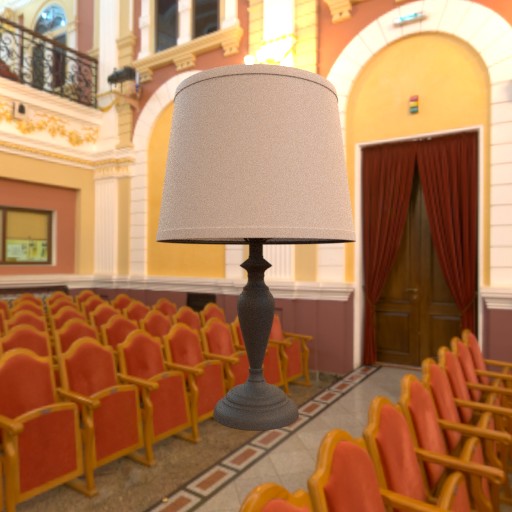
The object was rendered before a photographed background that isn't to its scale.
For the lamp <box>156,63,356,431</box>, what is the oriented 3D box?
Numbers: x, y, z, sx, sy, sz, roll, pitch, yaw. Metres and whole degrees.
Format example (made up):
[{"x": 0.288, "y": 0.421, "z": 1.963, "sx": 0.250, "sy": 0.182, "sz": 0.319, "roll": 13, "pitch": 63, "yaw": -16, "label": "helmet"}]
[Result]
[{"x": 0.000, "y": 0.000, "z": 0.703, "sx": 0.310, "sy": 0.501, "sz": 0.310, "roll": 0, "pitch": 0, "yaw": 0, "label": "lamp"}]
